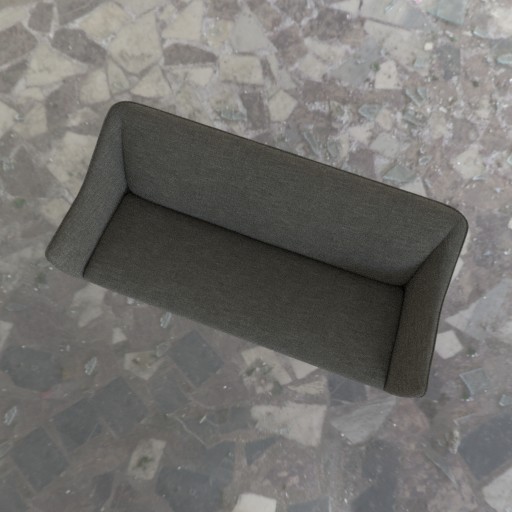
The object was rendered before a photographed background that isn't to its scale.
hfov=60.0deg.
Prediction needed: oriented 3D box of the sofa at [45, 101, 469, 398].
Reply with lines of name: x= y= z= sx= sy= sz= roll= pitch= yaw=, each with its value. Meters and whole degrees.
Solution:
sofa: x=0.000 y=0.000 z=2.361 sx=1.928 sy=0.829 sz=0.867 roll=19 pitch=76 yaw=5
